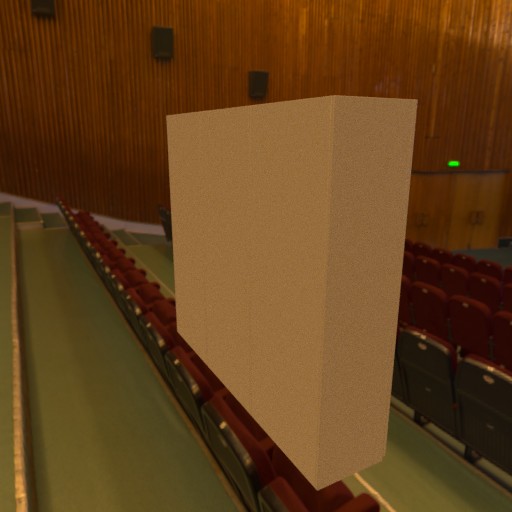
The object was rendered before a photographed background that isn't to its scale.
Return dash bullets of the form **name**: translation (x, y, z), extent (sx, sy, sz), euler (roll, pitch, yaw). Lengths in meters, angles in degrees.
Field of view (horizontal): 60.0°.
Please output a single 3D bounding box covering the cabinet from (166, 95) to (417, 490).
- **cabinet**: translation (0.000, 0.000, 3.784), extent (0.590, 2.370, 2.700), euler (-8, 17, -28)
